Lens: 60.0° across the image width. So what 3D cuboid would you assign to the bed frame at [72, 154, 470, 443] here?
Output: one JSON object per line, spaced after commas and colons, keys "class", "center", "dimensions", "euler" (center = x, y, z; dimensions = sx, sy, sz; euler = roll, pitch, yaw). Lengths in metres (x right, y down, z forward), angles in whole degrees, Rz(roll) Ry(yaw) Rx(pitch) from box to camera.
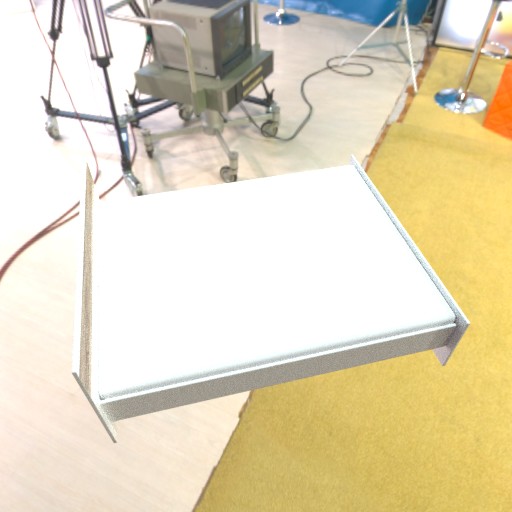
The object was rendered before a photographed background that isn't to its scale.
{"class": "bed frame", "center": [0.000, 0.000, 2.949], "dimensions": [2.060, 0.800, 1.720], "euler": [-10, 47, -9]}
